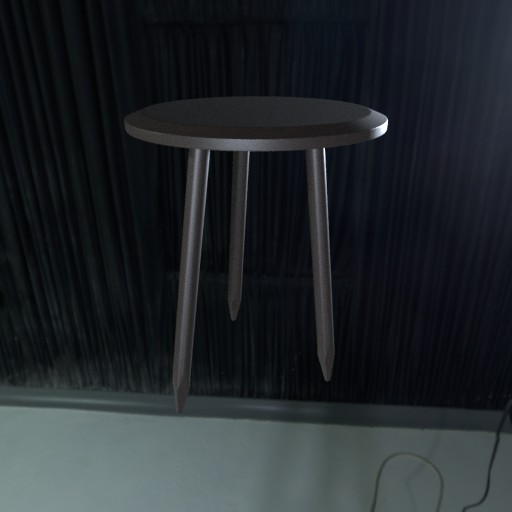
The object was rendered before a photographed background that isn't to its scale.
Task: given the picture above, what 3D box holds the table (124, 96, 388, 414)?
[{"bbox_3d":[0.000,0.000,0.919,0.457,0.585,0.457,0,26,0],"label":"table"}]
